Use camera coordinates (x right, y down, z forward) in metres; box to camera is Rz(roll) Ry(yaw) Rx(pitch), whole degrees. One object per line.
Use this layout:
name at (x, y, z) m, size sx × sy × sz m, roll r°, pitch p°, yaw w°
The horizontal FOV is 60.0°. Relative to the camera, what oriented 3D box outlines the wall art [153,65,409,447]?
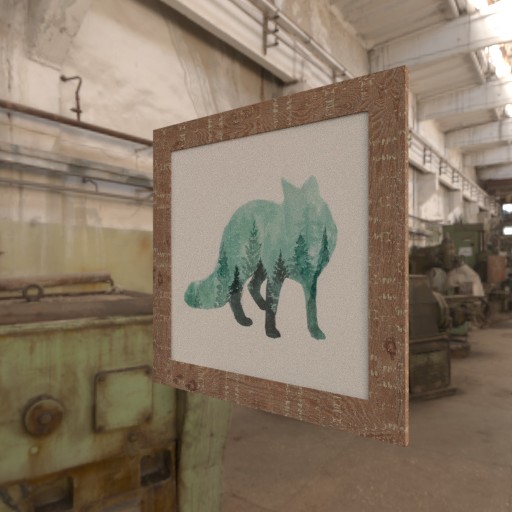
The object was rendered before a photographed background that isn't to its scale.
wall art at (0.000, 0.000, 0.565) m, size 0.384 × 0.384 × 0.012 m, roll 0°, pitch 0°, yaw 37°
